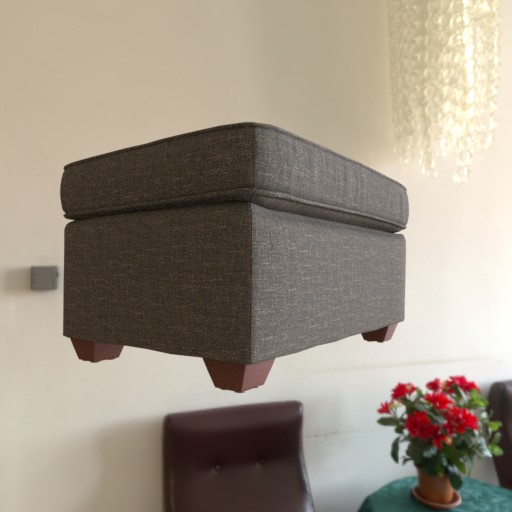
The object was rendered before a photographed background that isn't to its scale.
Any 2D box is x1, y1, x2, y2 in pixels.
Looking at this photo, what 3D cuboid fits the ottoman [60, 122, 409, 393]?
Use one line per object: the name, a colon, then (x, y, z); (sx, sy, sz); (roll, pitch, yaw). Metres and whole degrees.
ottoman: (0.000, 0.000, 1.078); (0.549, 0.450, 0.749); (-1, -2, 36)
